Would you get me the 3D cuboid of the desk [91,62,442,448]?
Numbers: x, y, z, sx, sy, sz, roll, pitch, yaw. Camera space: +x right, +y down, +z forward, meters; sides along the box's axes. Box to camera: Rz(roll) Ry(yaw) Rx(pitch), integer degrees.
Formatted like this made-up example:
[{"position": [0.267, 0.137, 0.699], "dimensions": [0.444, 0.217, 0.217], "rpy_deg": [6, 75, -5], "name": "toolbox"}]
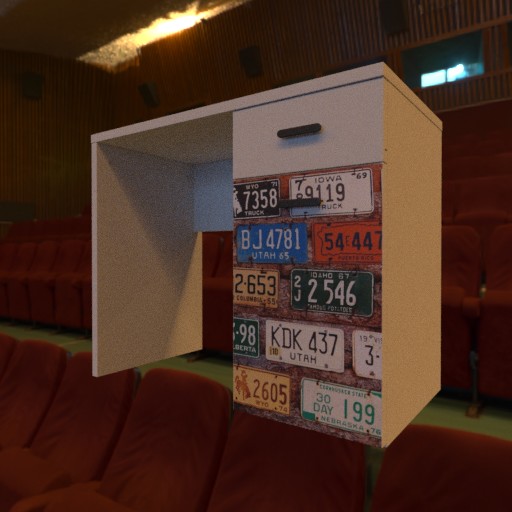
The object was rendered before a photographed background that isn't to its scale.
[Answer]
[{"position": [0.000, 0.000, 1.270], "dimensions": [0.898, 0.730, 0.482], "rpy_deg": [0, 1, 35], "name": "desk"}]
